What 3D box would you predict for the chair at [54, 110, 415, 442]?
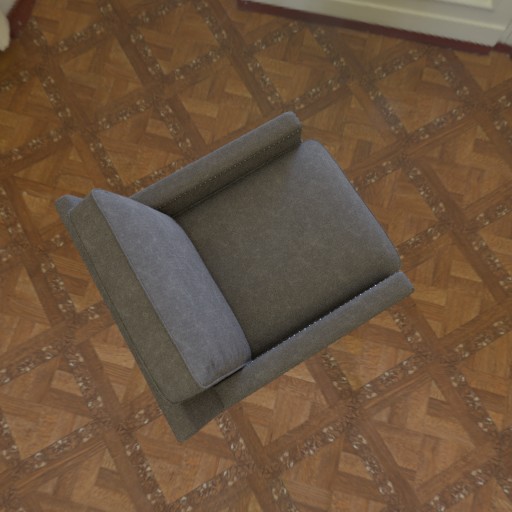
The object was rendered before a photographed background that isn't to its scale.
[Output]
[{"bbox_3d":[0.000,0.000,1.706,1.014,0.948,0.853,-30,79,-7],"label":"chair"}]
